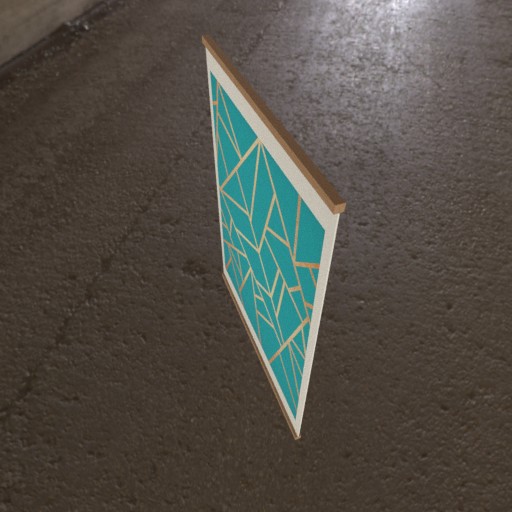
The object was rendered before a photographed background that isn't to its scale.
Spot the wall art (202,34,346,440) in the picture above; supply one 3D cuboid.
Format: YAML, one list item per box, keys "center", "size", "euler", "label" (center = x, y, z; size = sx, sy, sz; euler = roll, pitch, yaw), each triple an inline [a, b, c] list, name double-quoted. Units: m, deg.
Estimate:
- center: [0.000, 0.000, 0.805]
  size: [0.012, 0.608, 0.459]
  euler: [-16, 49, -14]
  label: "wall art"
